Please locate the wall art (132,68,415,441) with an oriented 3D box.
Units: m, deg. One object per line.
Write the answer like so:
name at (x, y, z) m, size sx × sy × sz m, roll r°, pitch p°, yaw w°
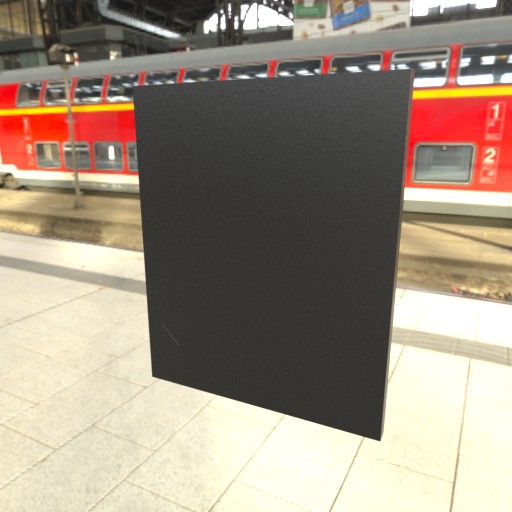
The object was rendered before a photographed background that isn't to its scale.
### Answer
wall art at (0.000, 0.000, 0.747) m, size 0.457 × 0.557 × 0.028 m, roll 7°, pitch 17°, yaw 25°
